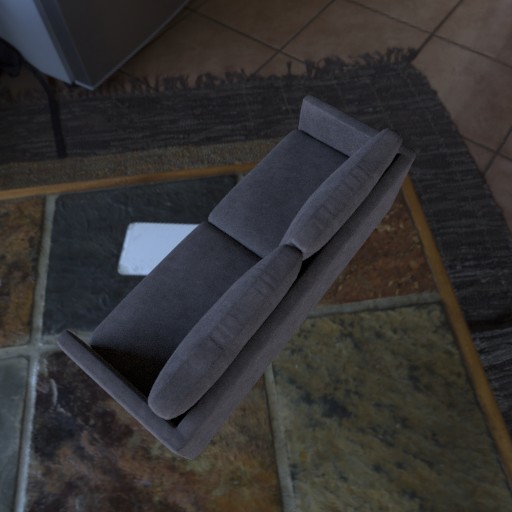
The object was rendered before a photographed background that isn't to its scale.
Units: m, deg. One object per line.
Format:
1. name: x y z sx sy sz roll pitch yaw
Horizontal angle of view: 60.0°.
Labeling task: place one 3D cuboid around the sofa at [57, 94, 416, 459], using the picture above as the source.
1. sofa: 0.000 0.000 2.964 0.951 0.965 2.434 35 68 17
